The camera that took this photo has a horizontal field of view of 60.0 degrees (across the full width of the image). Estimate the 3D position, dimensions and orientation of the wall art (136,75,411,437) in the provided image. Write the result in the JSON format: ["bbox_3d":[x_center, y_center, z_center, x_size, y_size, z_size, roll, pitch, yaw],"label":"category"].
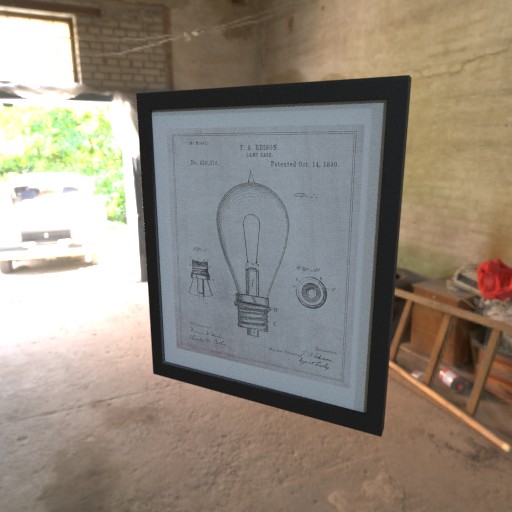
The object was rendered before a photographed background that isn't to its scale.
[{"bbox_3d":[0.000,0.000,0.707,0.430,0.509,0.021,7,15,26],"label":"wall art"}]
